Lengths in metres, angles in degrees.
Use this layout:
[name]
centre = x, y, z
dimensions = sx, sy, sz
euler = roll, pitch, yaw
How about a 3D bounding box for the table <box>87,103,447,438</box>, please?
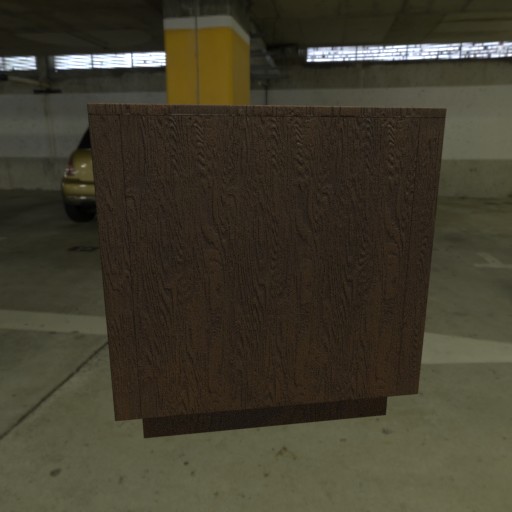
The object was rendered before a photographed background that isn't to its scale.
[table]
centre = 0.000, 0.000, 0.960
dimensions = 0.560, 0.585, 0.439
euler = -2, 14, -9
